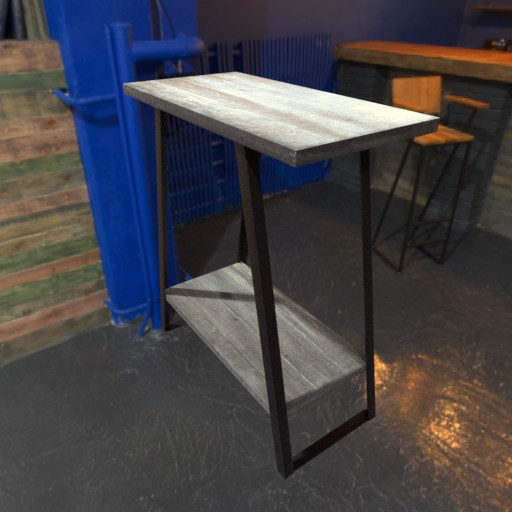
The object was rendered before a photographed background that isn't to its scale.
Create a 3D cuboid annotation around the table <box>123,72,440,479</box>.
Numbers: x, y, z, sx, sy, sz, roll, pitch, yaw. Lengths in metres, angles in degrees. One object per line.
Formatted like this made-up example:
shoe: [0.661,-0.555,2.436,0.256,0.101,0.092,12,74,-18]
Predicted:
table: [0.000,0.000,1.023,0.300,0.701,0.599,-20,36,-30]
